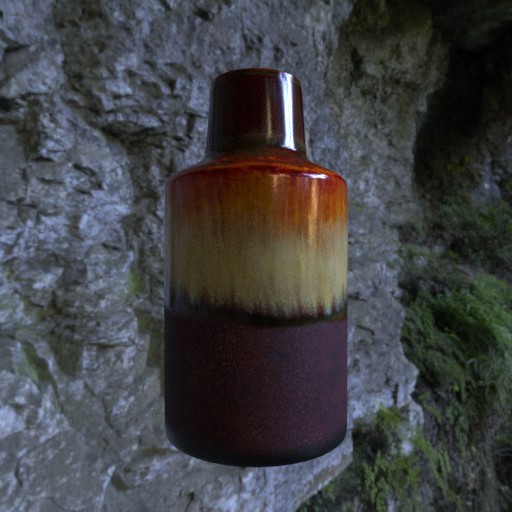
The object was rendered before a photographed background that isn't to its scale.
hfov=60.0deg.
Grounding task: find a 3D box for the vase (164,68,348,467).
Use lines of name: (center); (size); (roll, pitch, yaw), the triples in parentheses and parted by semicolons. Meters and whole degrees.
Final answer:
vase: (0.000, 0.000, 0.265); (0.108, 0.204, 0.108); (0, 1, 0)
